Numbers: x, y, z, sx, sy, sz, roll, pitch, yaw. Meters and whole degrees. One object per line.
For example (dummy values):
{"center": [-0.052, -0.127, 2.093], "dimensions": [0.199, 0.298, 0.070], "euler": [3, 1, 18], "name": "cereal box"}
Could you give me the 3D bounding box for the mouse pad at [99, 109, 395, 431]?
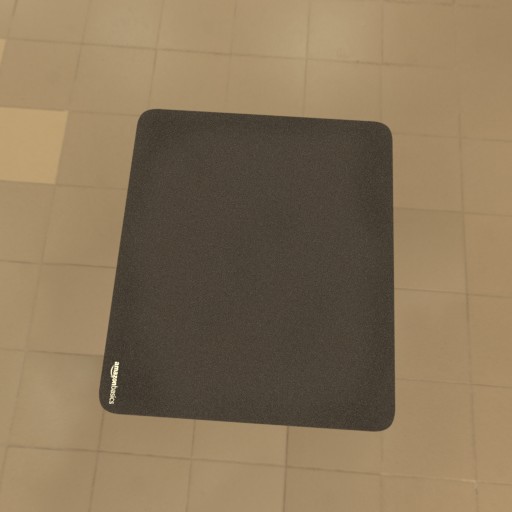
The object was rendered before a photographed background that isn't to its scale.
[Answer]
{"center": [0.000, 0.000, 0.634], "dimensions": [0.393, 0.002, 0.451], "euler": [4, 76, 1], "name": "mouse pad"}
